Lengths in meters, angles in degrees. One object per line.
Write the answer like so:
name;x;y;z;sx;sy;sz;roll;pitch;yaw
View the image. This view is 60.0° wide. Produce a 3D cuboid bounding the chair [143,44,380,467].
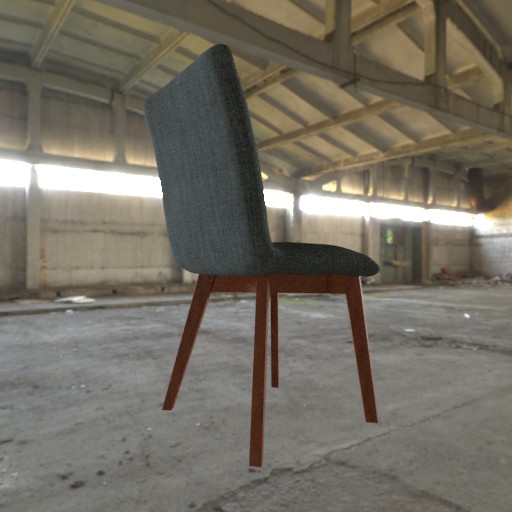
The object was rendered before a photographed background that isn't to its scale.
chair;0.000;0.000;1.331;0.563;0.974;0.522;0;-1;-36
